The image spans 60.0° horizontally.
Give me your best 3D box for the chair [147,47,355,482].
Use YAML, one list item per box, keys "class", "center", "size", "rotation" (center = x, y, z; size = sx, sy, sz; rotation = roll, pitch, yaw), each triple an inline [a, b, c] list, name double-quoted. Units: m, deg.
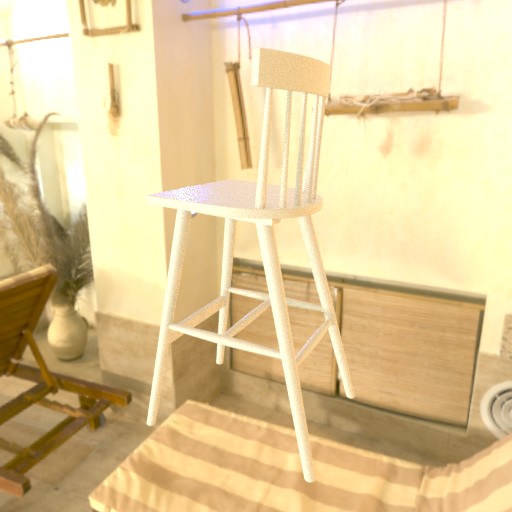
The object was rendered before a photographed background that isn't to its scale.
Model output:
- class: "chair"
  center: [0.000, 0.000, 1.365]
  size: [0.572, 1.092, 0.483]
  rotation: [8, 17, 25]
